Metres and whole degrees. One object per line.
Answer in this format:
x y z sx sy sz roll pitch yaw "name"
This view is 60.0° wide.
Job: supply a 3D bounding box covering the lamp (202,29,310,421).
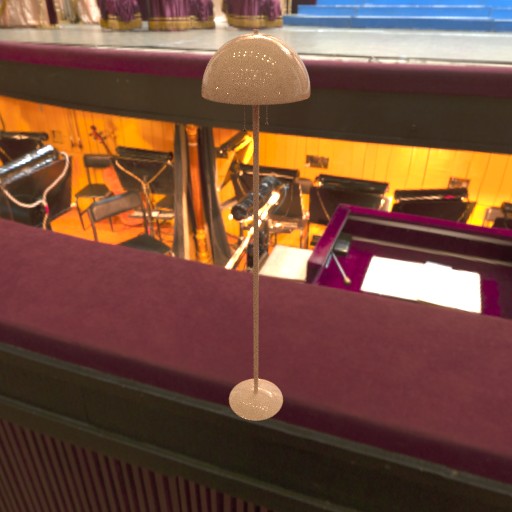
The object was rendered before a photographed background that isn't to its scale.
0.000 0.000 1.625 0.328 1.480 0.328 10 31 17 "lamp"
